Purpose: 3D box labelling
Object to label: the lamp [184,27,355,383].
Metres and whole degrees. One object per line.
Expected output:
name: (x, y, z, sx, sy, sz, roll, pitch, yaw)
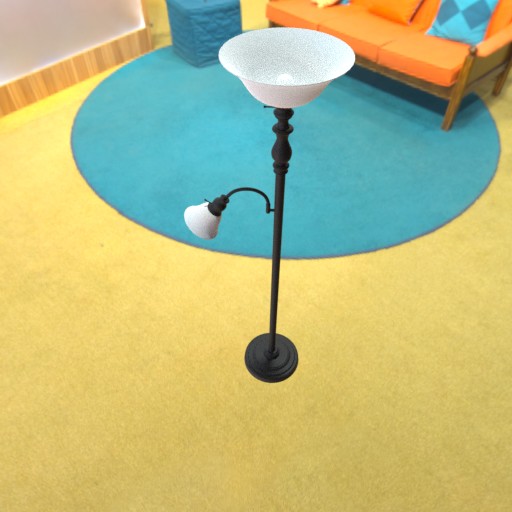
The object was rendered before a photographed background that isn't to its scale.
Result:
lamp: (0.000, 0.000, 1.985, 0.588, 1.793, 0.405, 3, 47, 2)
